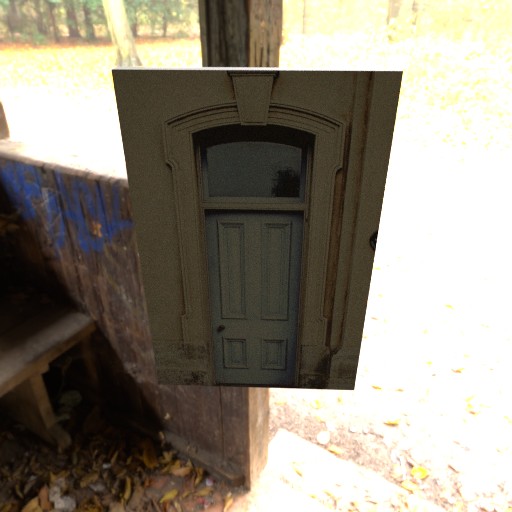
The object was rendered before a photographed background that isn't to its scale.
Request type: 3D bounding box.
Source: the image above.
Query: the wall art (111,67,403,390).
[{"bbox_3d":[0.000,0.000,0.975,0.508,0.764,0.038,1,30,2],"label":"wall art"}]
